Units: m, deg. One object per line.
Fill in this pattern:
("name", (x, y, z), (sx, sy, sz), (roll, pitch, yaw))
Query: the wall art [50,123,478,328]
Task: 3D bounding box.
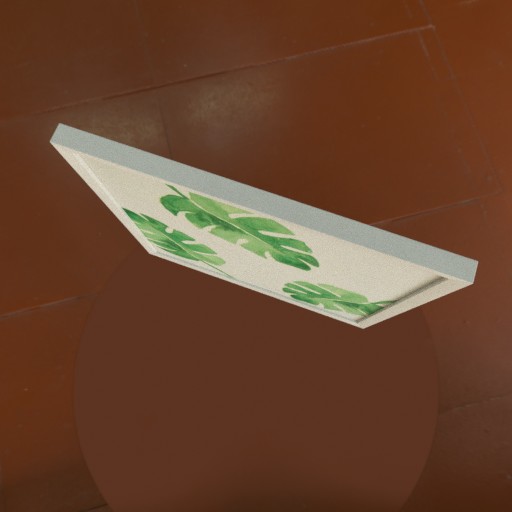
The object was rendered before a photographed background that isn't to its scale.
("wall art", (0.000, 0.000, 1.123), (0.762, 0.762, 0.040), (19, 76, 5))
